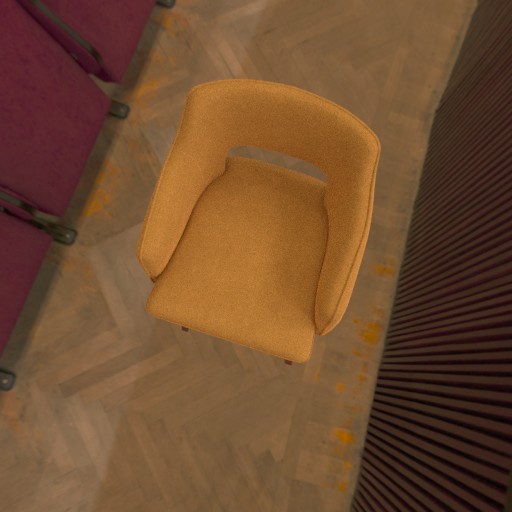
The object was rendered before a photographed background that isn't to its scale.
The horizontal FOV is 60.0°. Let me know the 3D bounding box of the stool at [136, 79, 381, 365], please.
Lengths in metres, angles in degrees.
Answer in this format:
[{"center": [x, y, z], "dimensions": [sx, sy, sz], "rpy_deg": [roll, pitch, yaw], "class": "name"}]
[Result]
[{"center": [0.000, 0.000, 1.387], "dimensions": [0.548, 1.012, 0.558], "rpy_deg": [17, 76, 4], "class": "stool"}]
